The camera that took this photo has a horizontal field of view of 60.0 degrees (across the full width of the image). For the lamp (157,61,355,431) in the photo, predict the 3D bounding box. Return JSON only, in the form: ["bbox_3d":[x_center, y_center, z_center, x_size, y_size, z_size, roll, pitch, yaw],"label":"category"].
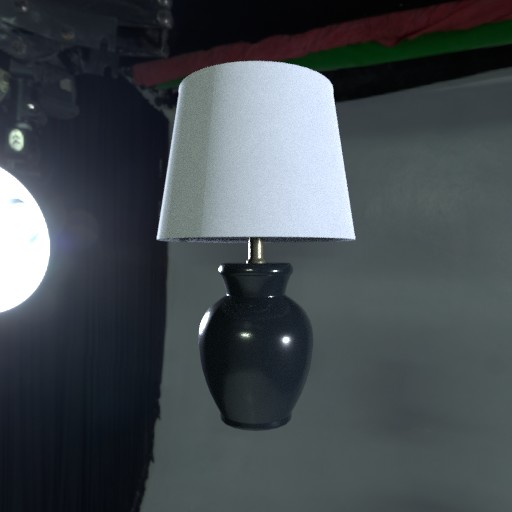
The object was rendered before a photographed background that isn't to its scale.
[{"bbox_3d":[0.000,0.000,0.547,0.239,0.399,0.239,0,0,0],"label":"lamp"}]
